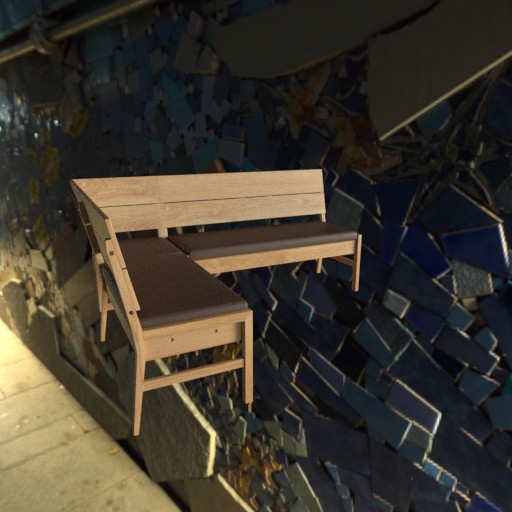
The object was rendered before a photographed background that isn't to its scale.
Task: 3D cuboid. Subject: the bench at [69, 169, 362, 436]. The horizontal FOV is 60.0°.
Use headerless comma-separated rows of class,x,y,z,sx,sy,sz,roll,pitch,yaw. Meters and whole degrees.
bench,0.000,0.000,2.742,1.975,0.890,1.549,-8,17,-26
